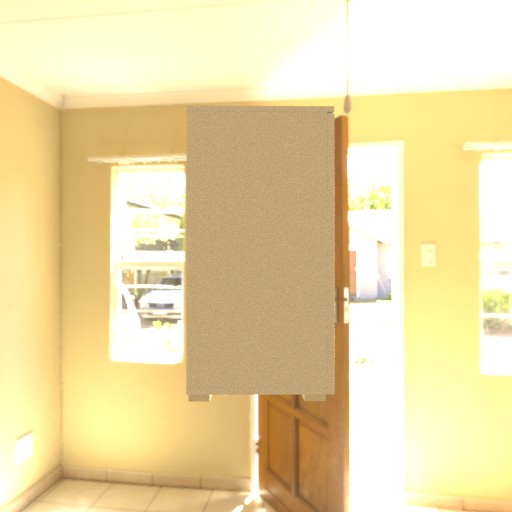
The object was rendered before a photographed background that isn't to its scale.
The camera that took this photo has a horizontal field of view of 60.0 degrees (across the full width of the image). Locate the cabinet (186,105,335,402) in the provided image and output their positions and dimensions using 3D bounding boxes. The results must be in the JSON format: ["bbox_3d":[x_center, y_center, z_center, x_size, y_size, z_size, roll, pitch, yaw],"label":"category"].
[{"bbox_3d":[0.000,0.000,2.021,0.400,0.800,1.650,0,0,-1],"label":"cabinet"}]
